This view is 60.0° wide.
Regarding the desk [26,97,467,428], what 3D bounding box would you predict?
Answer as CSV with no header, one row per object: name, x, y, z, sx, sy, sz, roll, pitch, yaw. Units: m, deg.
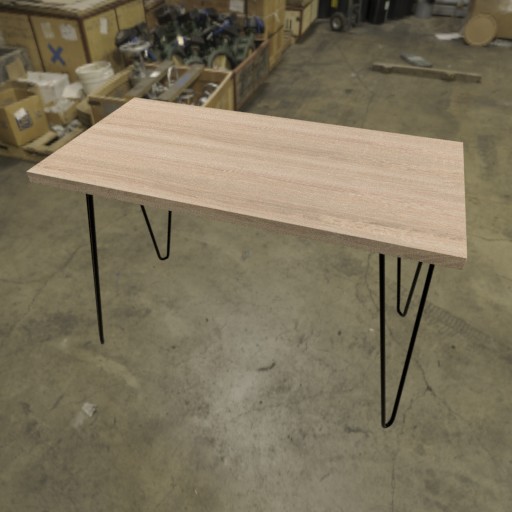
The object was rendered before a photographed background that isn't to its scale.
desk,0.000,0.000,1.332,0.991,0.660,0.499,12,42,14
